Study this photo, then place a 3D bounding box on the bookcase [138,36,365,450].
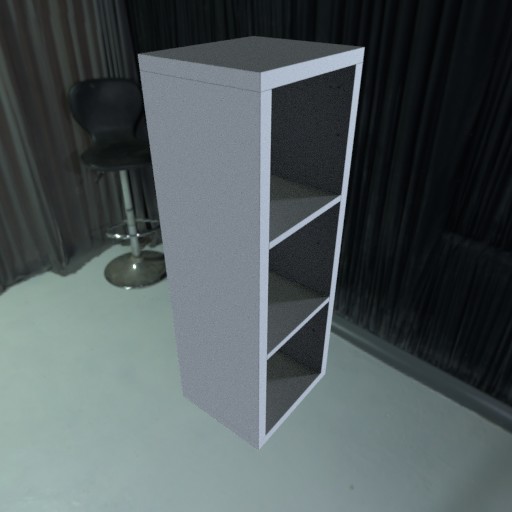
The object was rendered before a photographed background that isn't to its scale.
[{"bbox_3d":[0.000,0.000,1.271,0.330,1.080,0.390,23,39,32],"label":"bookcase"}]
